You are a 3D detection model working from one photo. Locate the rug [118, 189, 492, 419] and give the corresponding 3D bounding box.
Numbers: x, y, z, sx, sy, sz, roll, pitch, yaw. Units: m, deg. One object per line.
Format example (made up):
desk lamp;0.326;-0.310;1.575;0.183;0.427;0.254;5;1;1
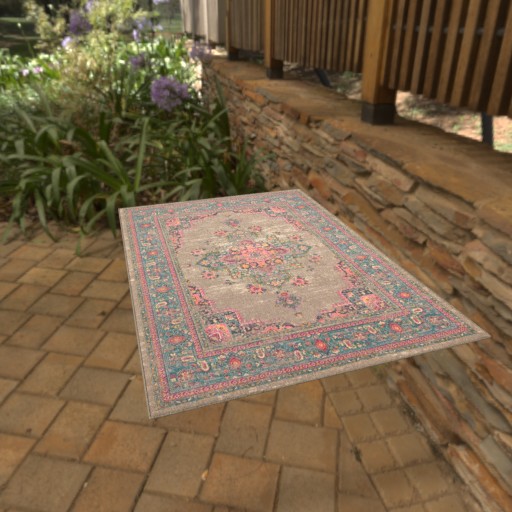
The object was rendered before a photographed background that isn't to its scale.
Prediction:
rug;0.000;0.000;3.574;2.005;0.013;2.890;-9;28;-16
